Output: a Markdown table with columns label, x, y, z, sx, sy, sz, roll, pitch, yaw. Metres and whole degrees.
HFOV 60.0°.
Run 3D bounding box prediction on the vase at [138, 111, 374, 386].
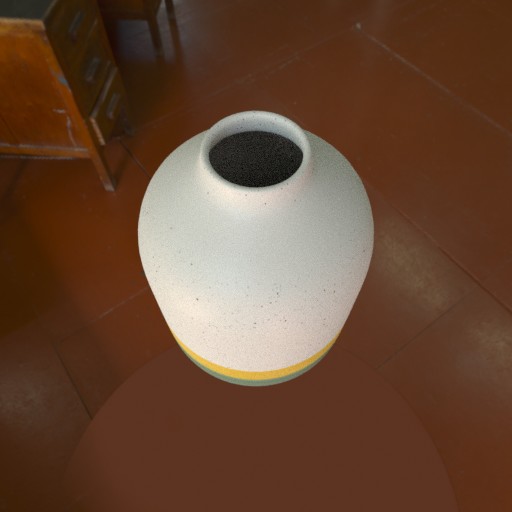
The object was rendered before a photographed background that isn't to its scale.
| label | x | y | z | sx | sy | sz | roll | pitch | yaw |
| --- | --- | --- | --- | --- | --- | --- | --- | --- | --- |
| vase | 0.000 | 0.000 | 0.355 | 0.169 | 0.240 | 0.169 | 0 | 59 | 0 |
